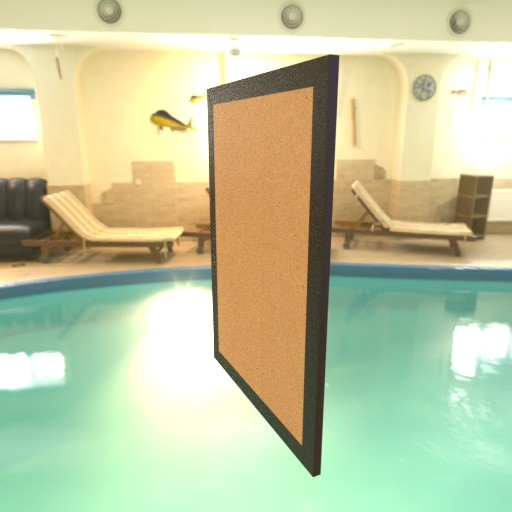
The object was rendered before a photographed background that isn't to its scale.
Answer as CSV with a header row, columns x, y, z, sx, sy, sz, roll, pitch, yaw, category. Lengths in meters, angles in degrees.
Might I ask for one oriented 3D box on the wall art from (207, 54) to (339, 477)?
x,y,z,sx,sy,sz,roll,pitch,yaw,category
0.000,0.000,0.704,0.013,0.534,0.381,-7,17,-25,wall art
